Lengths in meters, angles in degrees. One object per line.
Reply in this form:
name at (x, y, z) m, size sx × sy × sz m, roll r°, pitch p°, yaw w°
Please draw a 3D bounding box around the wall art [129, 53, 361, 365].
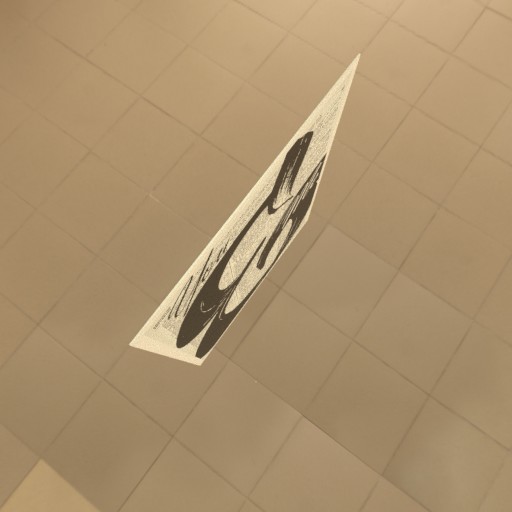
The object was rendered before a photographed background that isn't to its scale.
wall art at (0.000, 0.000, 0.815) m, size 0.003 × 0.609 × 0.457 m, roll 35°, pitch 77°, yaw 9°
